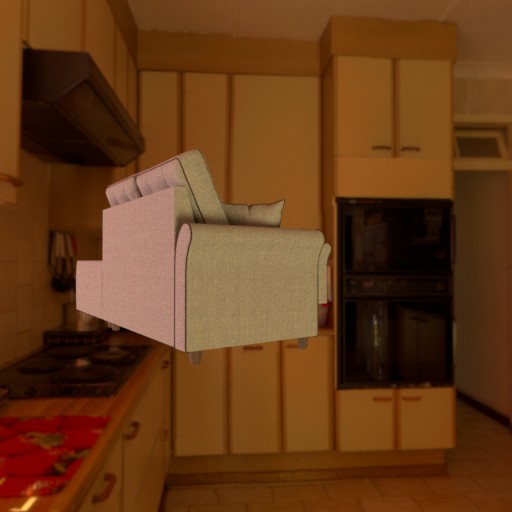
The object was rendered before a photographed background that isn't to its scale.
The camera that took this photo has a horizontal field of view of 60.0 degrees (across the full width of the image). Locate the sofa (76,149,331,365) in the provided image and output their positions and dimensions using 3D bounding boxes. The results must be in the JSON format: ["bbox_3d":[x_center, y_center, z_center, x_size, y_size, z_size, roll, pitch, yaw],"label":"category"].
[{"bbox_3d":[0.000,0.000,3.268,2.070,0.988,2.068,0,-1,-34],"label":"sofa"}]
